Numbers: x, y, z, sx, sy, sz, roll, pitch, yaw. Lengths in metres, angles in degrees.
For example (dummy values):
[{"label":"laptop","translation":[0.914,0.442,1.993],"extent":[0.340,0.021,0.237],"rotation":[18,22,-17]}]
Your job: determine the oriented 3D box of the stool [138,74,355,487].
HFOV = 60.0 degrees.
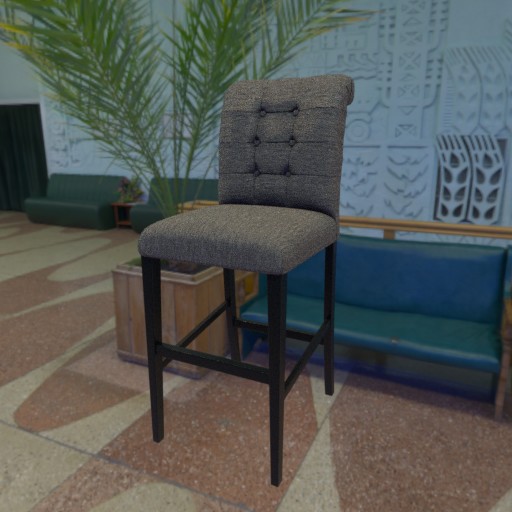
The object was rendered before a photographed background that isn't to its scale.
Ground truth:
[{"label":"stool","translation":[0.000,0.000,1.424],"extent":[0.452,1.131,0.613],"rotation":[7,16,26]}]
